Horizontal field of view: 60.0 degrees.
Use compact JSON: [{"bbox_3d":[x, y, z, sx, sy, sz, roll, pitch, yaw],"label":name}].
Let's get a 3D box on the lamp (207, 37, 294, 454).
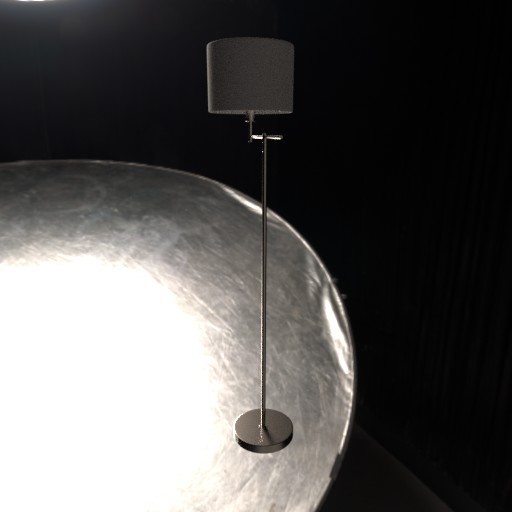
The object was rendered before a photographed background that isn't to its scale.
[{"bbox_3d":[0.000,0.000,1.827,0.324,1.600,0.416,-8,17,-26],"label":"lamp"}]
